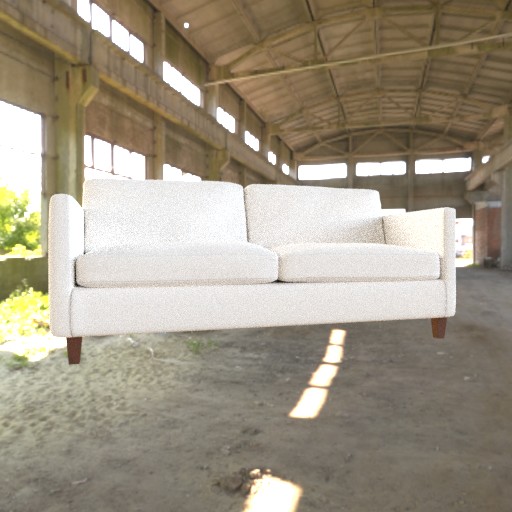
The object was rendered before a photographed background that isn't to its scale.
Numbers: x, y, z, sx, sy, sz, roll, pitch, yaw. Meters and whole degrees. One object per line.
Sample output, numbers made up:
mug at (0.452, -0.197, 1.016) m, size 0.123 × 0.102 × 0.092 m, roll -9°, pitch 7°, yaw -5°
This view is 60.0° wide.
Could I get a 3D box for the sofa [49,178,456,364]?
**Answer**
sofa at (0.000, 0.000, 2.612) m, size 2.139 × 0.933 × 0.924 m, roll 0°, pitch 1°, yaw -17°
